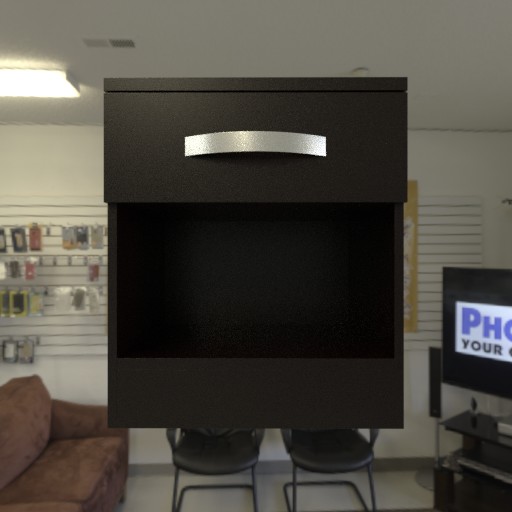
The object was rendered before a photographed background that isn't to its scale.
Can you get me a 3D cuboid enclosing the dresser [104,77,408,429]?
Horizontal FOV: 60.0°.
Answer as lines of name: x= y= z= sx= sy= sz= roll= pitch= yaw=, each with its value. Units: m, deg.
dresser: x=0.000 y=0.000 z=0.736 sx=0.400 sy=0.470 sz=0.360 roll=0 pitch=0 yaw=0
